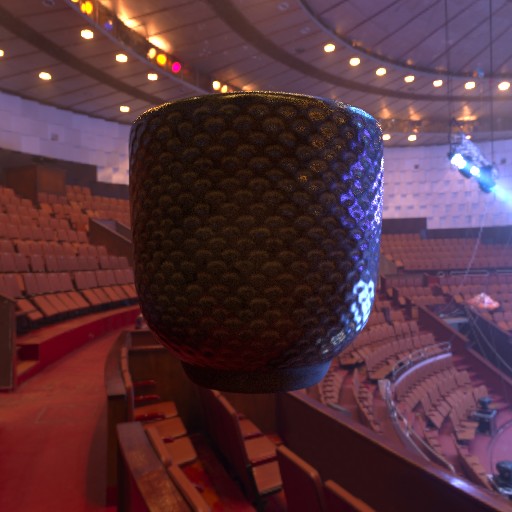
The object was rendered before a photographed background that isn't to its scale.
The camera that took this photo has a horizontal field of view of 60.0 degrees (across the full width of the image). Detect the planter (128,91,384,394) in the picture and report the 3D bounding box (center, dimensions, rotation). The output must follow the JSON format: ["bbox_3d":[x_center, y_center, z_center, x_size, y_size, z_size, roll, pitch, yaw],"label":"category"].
[{"bbox_3d":[0.000,0.000,0.354,0.197,0.191,0.197,0,-1,0],"label":"planter"}]
